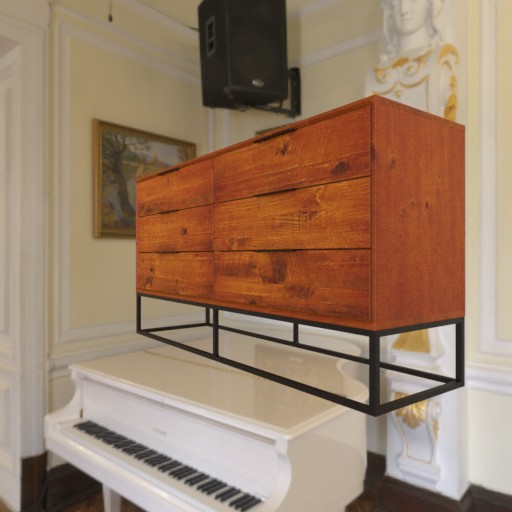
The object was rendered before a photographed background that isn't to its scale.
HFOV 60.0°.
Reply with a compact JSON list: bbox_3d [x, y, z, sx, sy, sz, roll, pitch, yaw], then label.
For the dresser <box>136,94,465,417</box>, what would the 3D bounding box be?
[{"bbox_3d":[0.000,0.000,1.846,0.464,0.810,1.536,0,0,-37],"label":"dresser"}]
